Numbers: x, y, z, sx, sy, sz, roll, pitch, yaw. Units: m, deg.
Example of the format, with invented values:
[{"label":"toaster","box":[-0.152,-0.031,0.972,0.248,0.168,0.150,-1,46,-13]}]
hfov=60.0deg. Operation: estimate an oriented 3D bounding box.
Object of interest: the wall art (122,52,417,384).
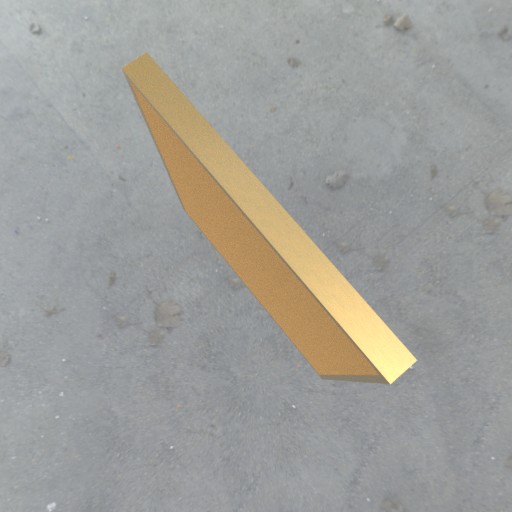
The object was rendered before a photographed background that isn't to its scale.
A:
[{"label":"wall art","box":[0.000,0.000,0.775,0.040,0.509,0.509,-38,78,-9]}]
